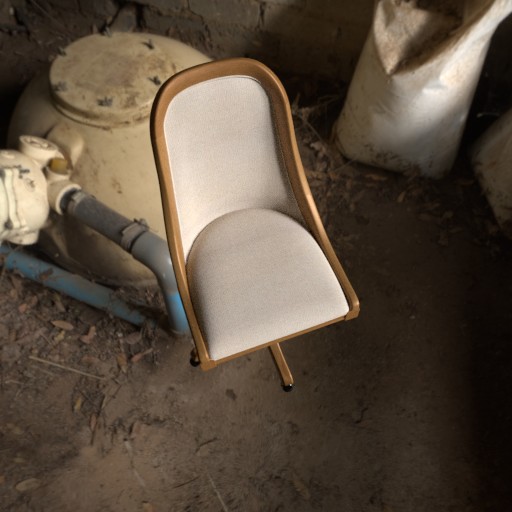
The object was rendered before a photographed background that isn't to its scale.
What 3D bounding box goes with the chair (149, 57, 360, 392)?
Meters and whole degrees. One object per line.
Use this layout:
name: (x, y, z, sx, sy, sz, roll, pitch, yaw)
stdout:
chair: (0.000, 0.000, 1.552, 0.702, 1.009, 0.811, -18, 65, -9)
